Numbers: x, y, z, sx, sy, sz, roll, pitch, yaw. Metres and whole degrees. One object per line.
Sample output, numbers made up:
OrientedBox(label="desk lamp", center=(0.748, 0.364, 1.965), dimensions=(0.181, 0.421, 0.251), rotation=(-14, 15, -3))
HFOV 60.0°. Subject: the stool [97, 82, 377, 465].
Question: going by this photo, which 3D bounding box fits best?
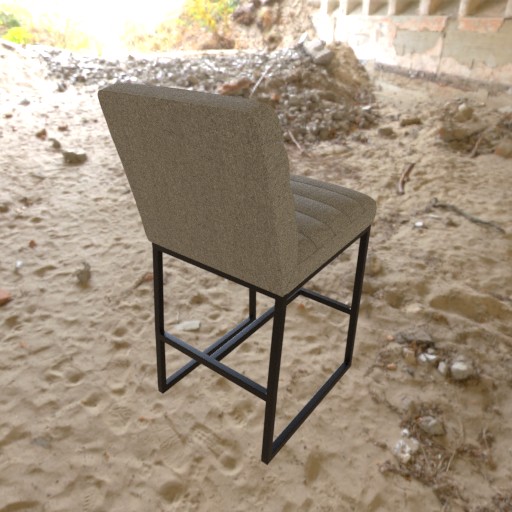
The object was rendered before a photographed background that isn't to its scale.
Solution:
OrientedBox(label="stool", center=(0.000, 0.000, 1.247), dimensions=(0.460, 0.940, 0.560), rotation=(20, 35, 33))
